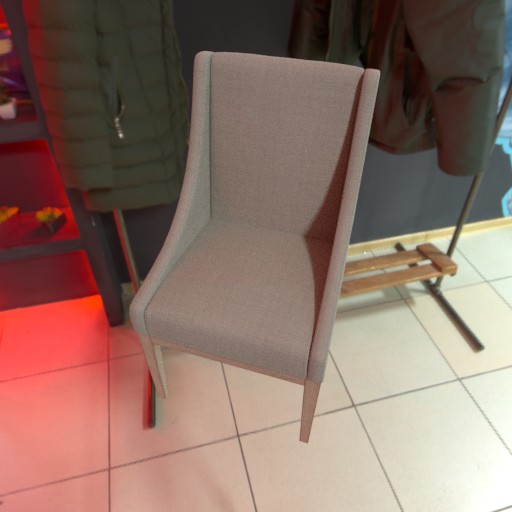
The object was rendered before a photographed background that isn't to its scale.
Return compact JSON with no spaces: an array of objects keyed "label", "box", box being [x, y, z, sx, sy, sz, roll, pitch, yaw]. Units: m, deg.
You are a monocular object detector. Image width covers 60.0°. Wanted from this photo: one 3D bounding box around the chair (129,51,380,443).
[{"label":"chair","box":[0.000,0.000,1.390,0.575,1.021,0.611,12,43,13]}]
